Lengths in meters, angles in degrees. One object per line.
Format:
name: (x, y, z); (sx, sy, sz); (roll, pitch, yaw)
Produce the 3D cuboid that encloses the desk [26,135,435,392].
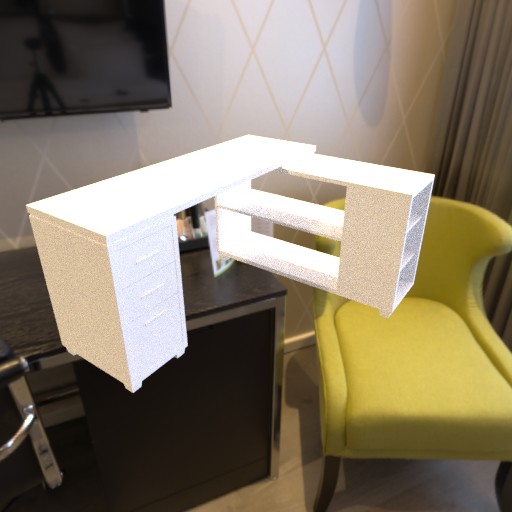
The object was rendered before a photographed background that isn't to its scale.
desk: (0.000, 0.000, 2.213); (1.199, 0.759, 1.524); (18, 33, 31)
